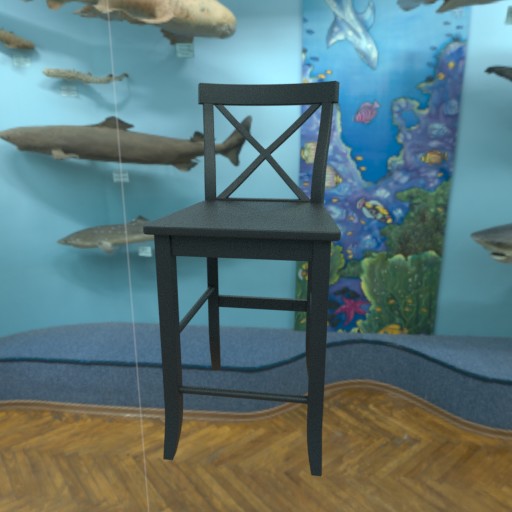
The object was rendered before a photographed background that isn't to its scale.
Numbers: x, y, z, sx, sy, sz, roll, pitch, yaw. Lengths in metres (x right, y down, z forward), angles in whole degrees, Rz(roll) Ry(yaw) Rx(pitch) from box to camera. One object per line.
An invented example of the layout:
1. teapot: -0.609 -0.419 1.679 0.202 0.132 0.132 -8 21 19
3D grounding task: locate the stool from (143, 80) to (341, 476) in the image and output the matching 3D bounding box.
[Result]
1. stool: 0.000 0.000 1.285 0.452 0.989 0.559 2 16 8
